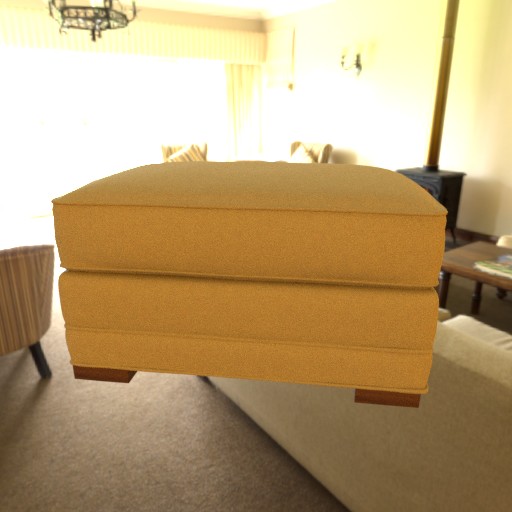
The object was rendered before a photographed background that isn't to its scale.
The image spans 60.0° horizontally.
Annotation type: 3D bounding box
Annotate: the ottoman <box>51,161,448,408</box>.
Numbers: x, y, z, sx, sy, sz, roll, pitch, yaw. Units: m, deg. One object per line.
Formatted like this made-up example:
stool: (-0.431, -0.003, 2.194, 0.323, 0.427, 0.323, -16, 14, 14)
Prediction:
ottoman: (0.000, 0.000, 1.214, 0.848, 0.482, 0.611, 2, 18, 7)
